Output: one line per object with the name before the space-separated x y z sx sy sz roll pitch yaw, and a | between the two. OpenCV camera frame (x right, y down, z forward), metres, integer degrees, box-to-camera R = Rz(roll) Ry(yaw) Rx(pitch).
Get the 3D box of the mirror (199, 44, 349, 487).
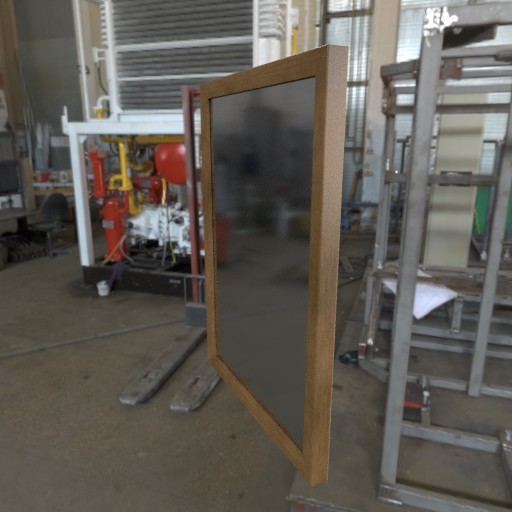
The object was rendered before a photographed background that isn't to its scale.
mirror | 0.000 0.000 0.911 0.040 0.710 0.507 -7 17 -26
